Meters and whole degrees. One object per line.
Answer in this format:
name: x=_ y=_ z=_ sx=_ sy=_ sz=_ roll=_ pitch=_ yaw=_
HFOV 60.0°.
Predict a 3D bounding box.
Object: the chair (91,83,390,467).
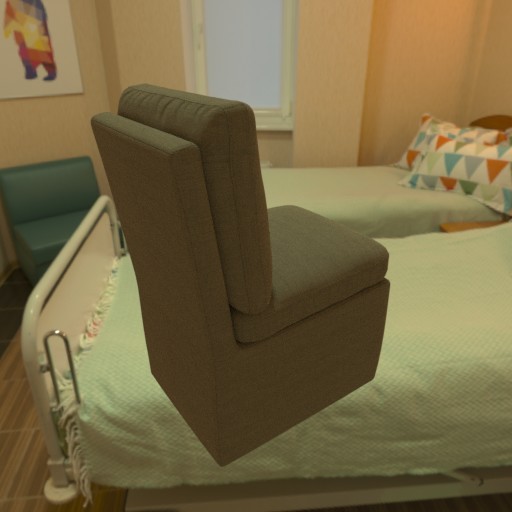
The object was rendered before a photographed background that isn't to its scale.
chair: x=0.000 y=0.000 z=1.289 sx=0.698 sy=0.927 sz=0.503 roll=-17 pitch=31 yaw=-31
